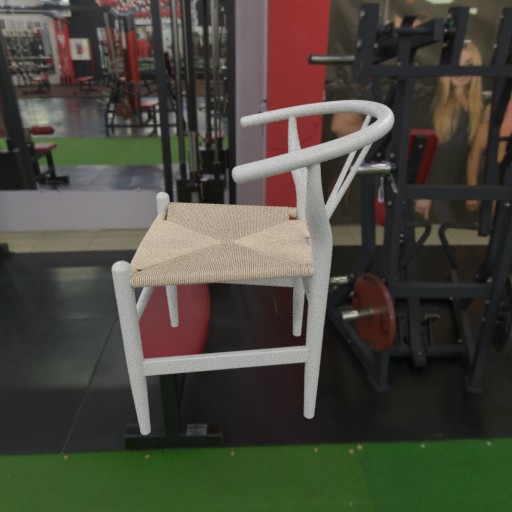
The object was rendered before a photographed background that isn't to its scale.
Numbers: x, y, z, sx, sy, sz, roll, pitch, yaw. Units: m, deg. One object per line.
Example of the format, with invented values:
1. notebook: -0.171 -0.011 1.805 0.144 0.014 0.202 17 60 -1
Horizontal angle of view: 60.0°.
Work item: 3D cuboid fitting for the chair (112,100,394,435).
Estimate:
1. chair: 0.000 0.000 1.122 0.579 0.730 0.569 0 26 0
